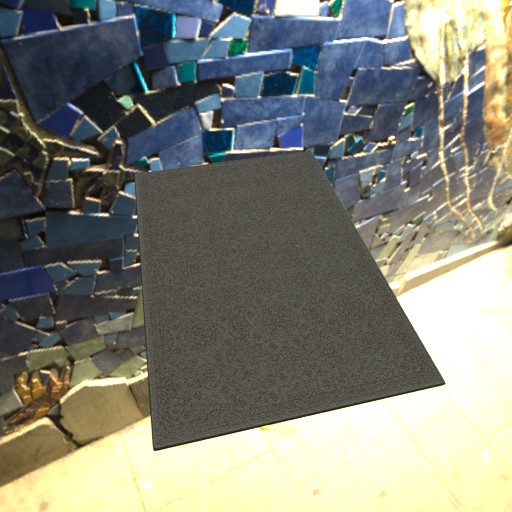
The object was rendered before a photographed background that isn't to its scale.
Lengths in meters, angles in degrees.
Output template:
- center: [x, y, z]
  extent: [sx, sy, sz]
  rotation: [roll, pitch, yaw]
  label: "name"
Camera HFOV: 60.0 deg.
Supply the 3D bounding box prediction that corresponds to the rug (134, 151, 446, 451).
- center: [0.000, 0.000, 2.383]
  extent: [1.219, 0.010, 1.829]
  rotation: [-9, 46, -9]
  label: "rug"
